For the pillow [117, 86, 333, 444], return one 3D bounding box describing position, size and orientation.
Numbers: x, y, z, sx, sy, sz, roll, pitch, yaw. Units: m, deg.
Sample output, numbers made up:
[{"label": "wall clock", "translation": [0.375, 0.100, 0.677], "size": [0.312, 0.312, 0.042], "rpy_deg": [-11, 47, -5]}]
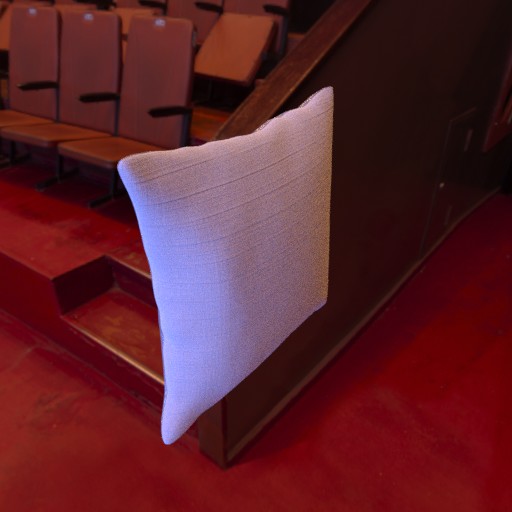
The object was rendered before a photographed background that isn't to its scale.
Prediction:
[{"label": "pillow", "translation": [0.000, 0.000, 0.732], "size": [0.175, 0.464, 0.470], "rpy_deg": [21, 37, 31]}]
